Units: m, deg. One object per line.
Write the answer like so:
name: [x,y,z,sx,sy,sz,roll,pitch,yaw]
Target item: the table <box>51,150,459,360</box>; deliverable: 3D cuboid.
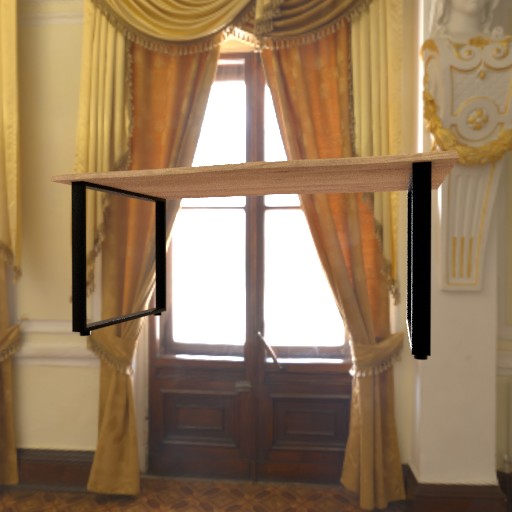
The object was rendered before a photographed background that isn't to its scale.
table: [0.000,0.000,2.274,1.800,0.780,0.900,0,1,18]
